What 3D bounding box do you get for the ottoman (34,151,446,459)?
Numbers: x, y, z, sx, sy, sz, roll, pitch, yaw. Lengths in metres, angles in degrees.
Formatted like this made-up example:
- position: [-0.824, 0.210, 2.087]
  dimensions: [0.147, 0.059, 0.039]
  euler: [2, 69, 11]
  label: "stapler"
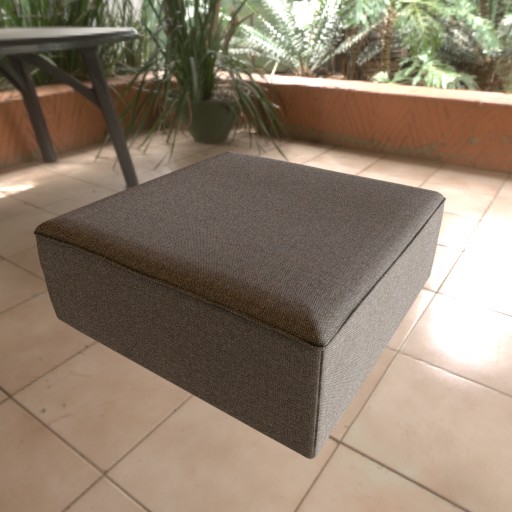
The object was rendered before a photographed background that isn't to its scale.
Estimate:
- position: [0.000, 0.000, 1.563]
  dimensions: [1.017, 0.423, 1.023]
  euler: [18, 34, 30]
  label: "ottoman"
